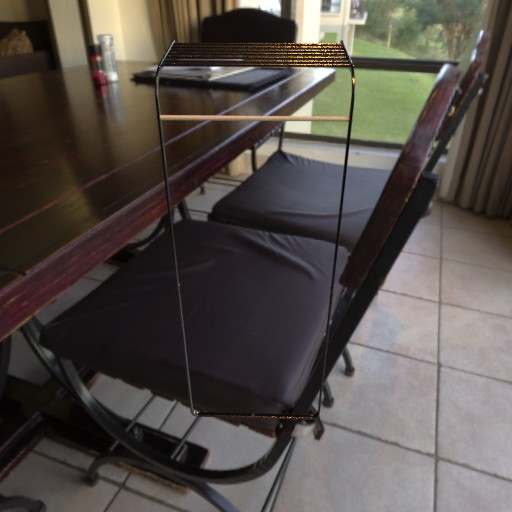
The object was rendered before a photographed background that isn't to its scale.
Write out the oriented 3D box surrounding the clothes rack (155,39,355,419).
[{"bbox_3d":[0.000,0.000,1.825,0.609,1.574,0.349,1,31,1],"label":"clothes rack"}]
